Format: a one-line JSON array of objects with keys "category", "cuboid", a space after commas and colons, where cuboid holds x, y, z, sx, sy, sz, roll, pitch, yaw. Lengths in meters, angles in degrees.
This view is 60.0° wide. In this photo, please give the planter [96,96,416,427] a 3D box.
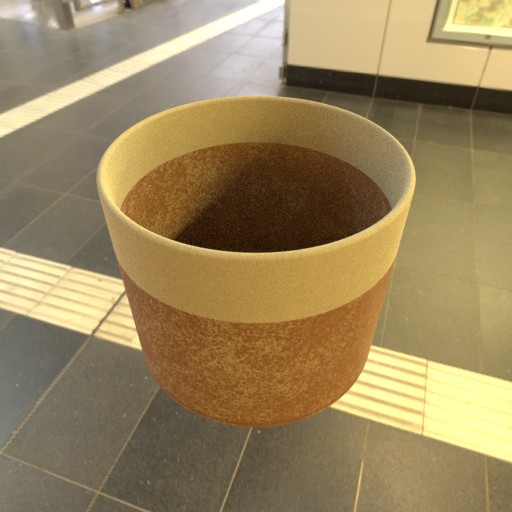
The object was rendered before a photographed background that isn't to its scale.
[{"category": "planter", "cuboid": [0.000, 0.000, 0.272, 0.159, 0.138, 0.159, 0, 41, 0]}]
